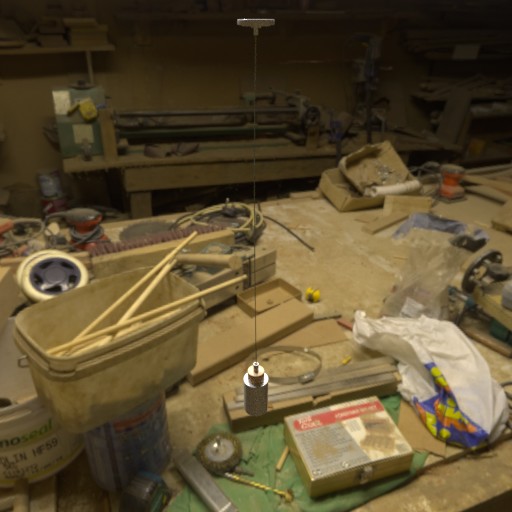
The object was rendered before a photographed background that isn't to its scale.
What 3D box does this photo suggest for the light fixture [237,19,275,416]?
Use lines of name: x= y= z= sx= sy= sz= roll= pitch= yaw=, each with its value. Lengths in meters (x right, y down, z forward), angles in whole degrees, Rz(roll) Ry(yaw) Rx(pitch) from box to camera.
light fixture: x=0.000 y=0.000 z=1.909 sx=0.125 sy=1.798 sz=0.125 roll=-10 pitch=30 yaw=-18
